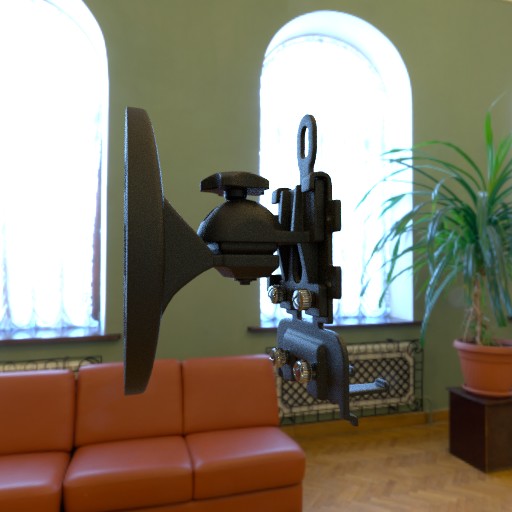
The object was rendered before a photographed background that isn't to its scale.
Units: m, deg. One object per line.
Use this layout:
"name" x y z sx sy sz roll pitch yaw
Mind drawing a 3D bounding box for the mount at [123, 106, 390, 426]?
"mount" 0.000 0.000 0.177 0.100 0.118 0.066 0 -1 -18
